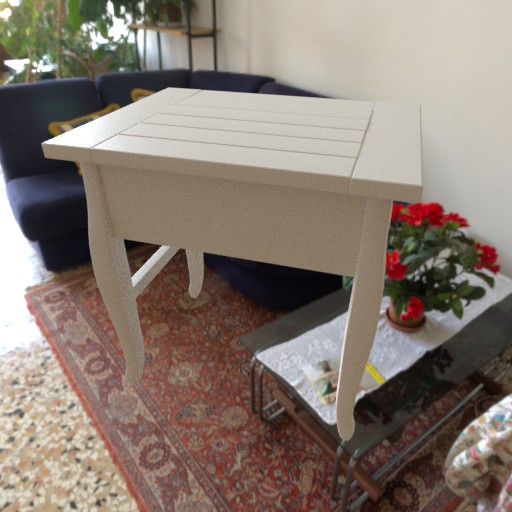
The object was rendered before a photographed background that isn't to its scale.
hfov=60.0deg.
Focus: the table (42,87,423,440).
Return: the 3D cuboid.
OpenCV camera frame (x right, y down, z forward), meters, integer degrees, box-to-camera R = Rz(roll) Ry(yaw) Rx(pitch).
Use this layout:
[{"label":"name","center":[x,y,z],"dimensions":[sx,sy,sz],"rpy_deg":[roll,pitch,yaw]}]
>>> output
[{"label":"table","center":[0.000,0.000,0.999],"dimensions":[0.599,0.605,0.463],"rpy_deg":[9,33,14]}]
